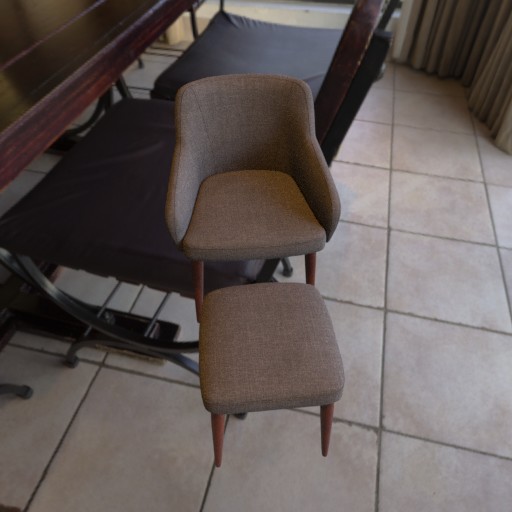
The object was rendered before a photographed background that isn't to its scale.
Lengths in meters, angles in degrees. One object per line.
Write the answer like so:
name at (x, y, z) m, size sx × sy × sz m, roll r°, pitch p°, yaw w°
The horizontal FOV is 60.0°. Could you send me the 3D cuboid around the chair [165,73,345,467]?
chair at (0.000, 0.000, 1.531) m, size 0.584 × 0.799 × 1.107 m, roll -4°, pitch 47°, yaw -4°
